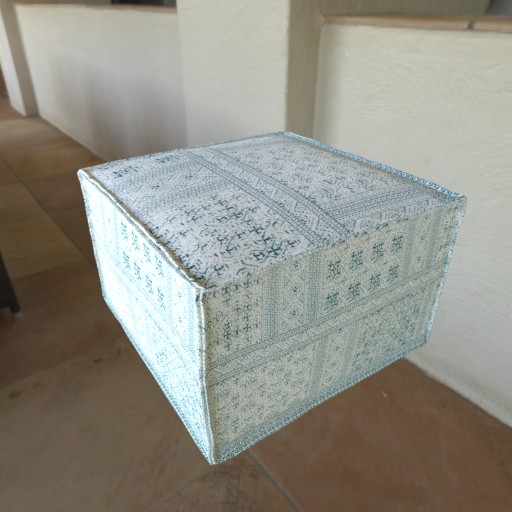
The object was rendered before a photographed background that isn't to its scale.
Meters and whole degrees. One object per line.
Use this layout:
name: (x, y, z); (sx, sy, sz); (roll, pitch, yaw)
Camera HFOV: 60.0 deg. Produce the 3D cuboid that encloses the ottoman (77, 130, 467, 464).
ottoman: (0.000, 0.000, 1.051); (0.617, 0.439, 0.626); (-19, 35, -29)
